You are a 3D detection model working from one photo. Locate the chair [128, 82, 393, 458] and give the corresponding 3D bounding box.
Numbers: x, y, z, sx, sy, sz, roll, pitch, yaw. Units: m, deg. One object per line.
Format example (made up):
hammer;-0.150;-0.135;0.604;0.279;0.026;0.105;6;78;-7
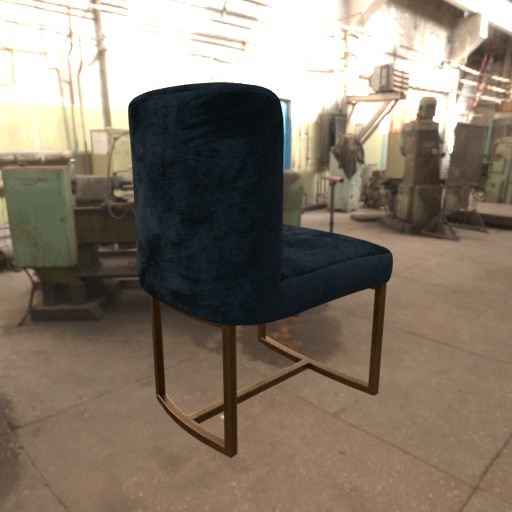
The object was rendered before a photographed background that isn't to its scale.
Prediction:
chair;0.000;0.000;1.199;0.560;0.824;0.530;-13;19;-41
